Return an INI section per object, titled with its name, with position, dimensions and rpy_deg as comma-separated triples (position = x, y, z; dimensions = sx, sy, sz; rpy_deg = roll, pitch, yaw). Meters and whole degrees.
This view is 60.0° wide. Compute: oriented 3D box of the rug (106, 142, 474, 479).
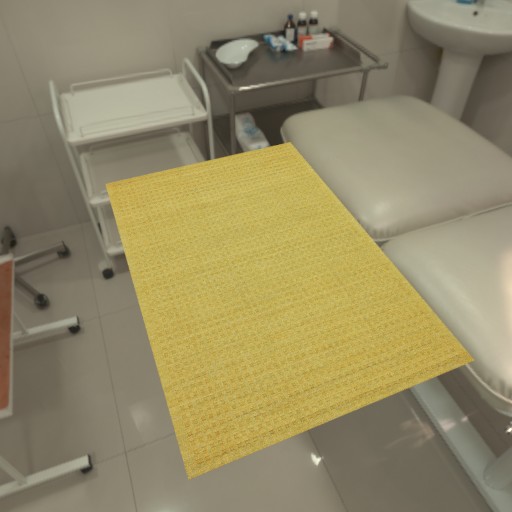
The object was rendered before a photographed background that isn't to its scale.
[rug]
position = 0.000, 0.000, 3.638
dimensions = 1.981, 0.006, 2.895
rpy_deg = -16, 48, -15
